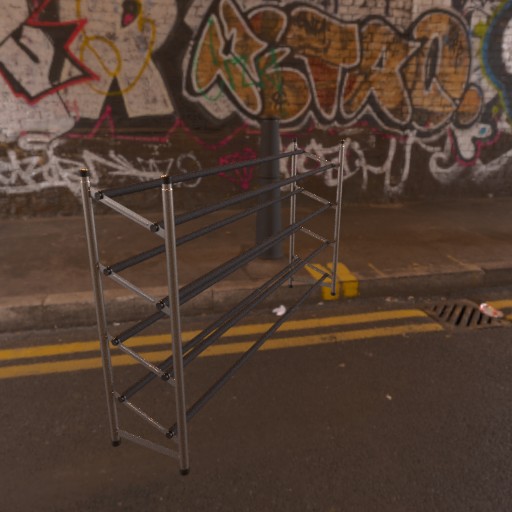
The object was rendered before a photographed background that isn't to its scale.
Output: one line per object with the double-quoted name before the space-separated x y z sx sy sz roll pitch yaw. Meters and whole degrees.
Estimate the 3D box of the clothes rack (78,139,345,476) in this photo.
"clothes rack" 0.000 0.000 1.438 0.229 0.672 1.168 9 20 25
